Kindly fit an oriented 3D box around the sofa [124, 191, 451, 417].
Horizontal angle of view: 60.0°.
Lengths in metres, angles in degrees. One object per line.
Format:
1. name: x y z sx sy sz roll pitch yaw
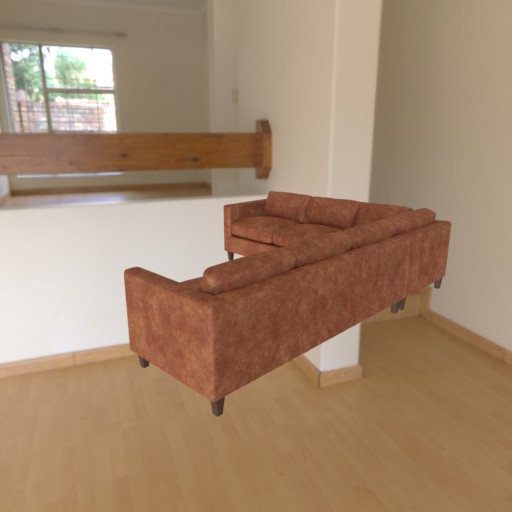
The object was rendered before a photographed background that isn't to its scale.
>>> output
1. sofa: 0.000 0.000 4.265 2.438 0.838 3.150 15 21 42
